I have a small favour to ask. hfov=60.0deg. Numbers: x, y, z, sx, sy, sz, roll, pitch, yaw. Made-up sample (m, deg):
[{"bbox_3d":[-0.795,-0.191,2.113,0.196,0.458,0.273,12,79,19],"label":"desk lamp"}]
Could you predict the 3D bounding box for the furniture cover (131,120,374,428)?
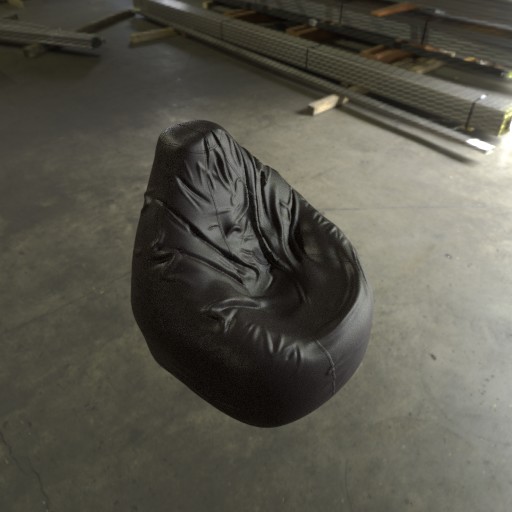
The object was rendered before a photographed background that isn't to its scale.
[{"bbox_3d":[0.000,0.000,1.885,1.070,0.990,1.070,25,46,26],"label":"furniture cover"}]
